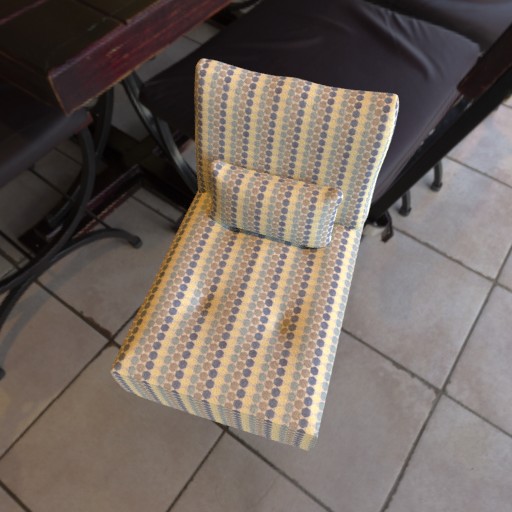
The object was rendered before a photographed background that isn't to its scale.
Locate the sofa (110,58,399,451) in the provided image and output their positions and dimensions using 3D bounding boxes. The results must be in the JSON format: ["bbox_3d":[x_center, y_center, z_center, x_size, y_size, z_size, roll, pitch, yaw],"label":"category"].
[{"bbox_3d":[0.000,0.000,1.542,0.700,0.820,1.000,15,59,9],"label":"sofa"}]
